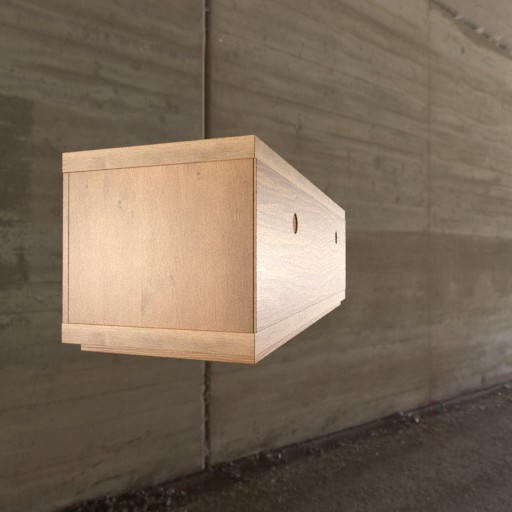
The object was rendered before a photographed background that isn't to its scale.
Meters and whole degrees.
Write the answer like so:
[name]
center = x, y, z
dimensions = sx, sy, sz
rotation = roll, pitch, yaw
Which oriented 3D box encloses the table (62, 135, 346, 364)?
[table]
center = 0.000, 0.000, 1.713
dimensions = 0.499, 0.491, 1.499
rotation = 0, -1, 18
